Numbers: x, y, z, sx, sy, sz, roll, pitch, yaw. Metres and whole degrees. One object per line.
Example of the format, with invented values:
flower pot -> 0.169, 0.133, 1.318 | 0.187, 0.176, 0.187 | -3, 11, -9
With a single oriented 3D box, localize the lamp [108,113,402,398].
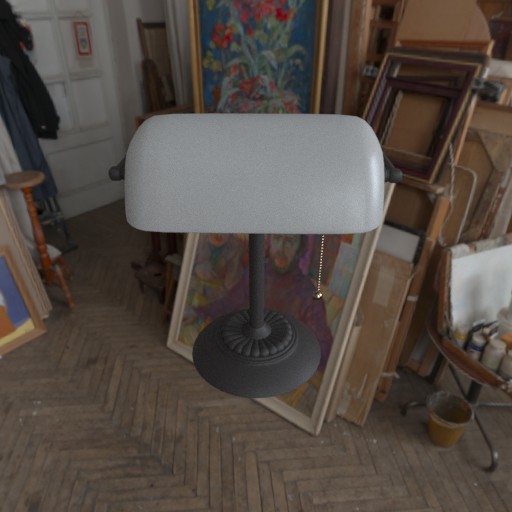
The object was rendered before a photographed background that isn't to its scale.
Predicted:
lamp -> 0.000, 0.000, 0.510 | 0.264, 0.339, 0.243 | 1, 30, 1
